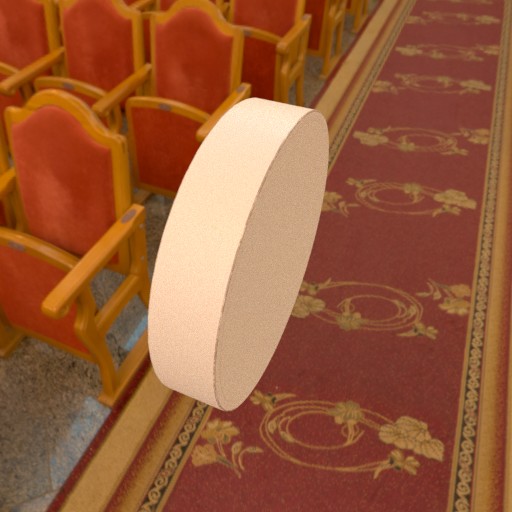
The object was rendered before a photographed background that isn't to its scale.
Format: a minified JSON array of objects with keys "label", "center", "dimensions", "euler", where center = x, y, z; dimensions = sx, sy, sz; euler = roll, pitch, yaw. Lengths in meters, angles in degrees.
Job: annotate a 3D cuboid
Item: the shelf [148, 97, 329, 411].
[{"label":"shelf","center":[0.000,0.000,1.220],"dimensions":[0.158,0.807,0.806],"euler":[17,49,16]}]
